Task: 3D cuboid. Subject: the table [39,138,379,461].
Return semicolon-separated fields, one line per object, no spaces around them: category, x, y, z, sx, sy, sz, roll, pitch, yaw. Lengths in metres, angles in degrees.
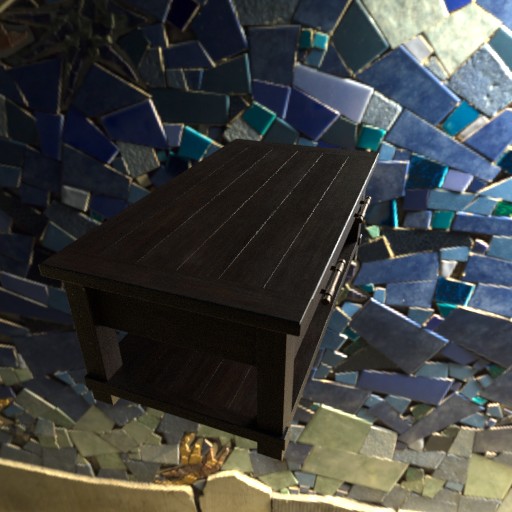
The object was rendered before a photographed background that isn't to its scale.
table;0.000;0.000;1.638;0.700;0.494;1.270;11;31;18
